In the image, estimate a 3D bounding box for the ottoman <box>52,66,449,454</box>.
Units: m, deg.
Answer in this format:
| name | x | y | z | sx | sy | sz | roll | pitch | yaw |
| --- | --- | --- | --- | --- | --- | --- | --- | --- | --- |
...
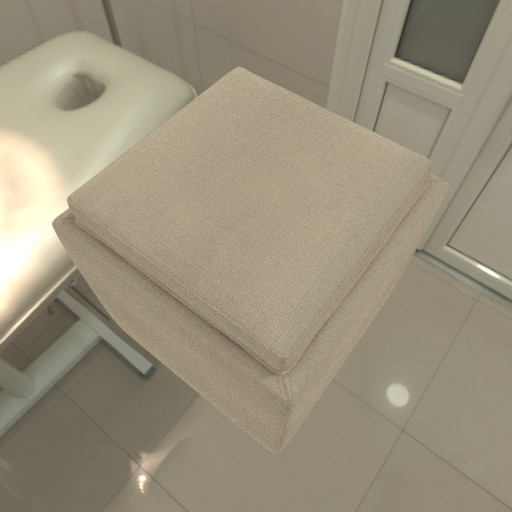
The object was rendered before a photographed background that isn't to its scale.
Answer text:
| name | x | y | z | sx | sy | sz | roll | pitch | yaw |
| --- | --- | --- | --- | --- | --- | --- | --- | --- | --- |
| ottoman | 0.000 | 0.000 | 0.802 | 0.450 | 0.460 | 0.451 | 33 | 63 | 19 |
